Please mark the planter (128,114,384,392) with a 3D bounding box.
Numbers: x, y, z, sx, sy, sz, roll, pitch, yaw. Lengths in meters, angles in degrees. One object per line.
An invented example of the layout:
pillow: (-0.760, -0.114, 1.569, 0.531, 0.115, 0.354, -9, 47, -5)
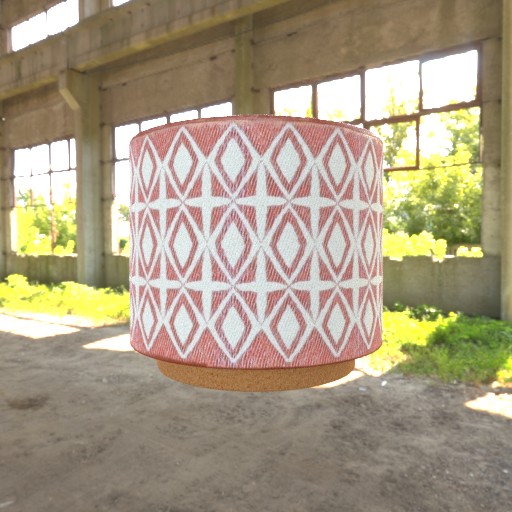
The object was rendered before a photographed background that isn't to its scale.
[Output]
planter: (0.000, 0.000, 0.497, 0.273, 0.237, 0.273, 0, 1, 0)
